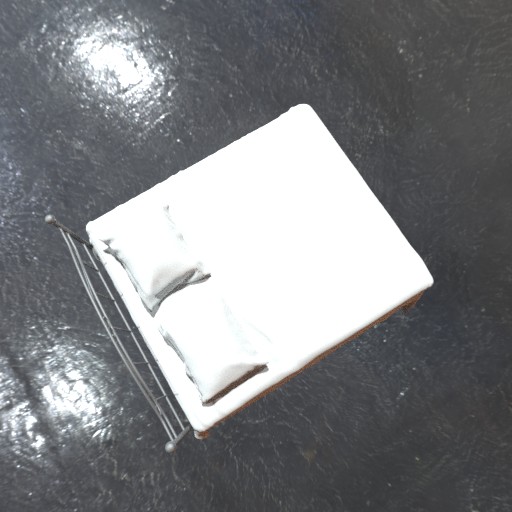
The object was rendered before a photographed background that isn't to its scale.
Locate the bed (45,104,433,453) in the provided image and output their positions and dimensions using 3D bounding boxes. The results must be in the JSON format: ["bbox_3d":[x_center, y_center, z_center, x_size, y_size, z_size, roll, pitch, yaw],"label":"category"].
[{"bbox_3d":[0.000,0.000,3.283,2.215,1.080,1.936,-31,79,-7],"label":"bed"}]
